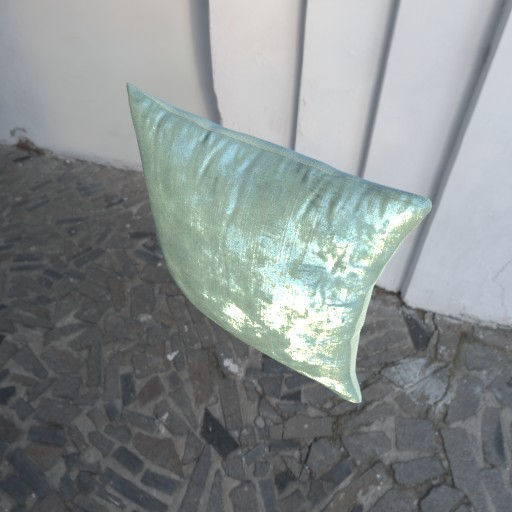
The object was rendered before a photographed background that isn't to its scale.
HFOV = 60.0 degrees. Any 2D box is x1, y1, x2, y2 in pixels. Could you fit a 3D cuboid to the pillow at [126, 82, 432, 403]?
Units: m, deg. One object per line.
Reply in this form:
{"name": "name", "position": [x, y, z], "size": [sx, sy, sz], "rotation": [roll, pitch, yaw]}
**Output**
{"name": "pillow", "position": [0.000, 0.000, 0.727], "size": [0.470, 0.464, 0.175], "rotation": [28, 52, 25]}
